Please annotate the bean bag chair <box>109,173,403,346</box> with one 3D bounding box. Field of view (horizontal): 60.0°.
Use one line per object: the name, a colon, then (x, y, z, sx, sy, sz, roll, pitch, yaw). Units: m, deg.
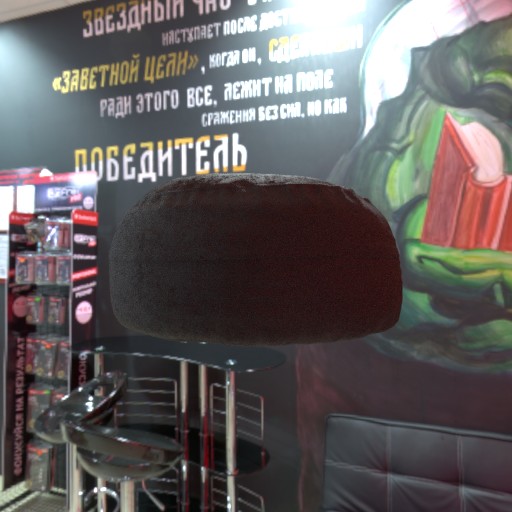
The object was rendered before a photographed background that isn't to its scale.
bean bag chair: (0.000, 0.000, 2.429, 1.525, 0.751, 1.525, 0, 0, 0)
